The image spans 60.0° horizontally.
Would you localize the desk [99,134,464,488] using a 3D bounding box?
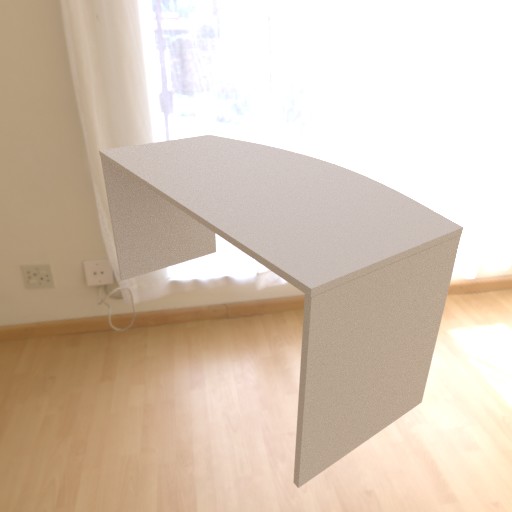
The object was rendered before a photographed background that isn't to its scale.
[{"bbox_3d":[0.000,0.000,2.024,0.802,0.750,1.600,-18,33,-31],"label":"desk"}]
